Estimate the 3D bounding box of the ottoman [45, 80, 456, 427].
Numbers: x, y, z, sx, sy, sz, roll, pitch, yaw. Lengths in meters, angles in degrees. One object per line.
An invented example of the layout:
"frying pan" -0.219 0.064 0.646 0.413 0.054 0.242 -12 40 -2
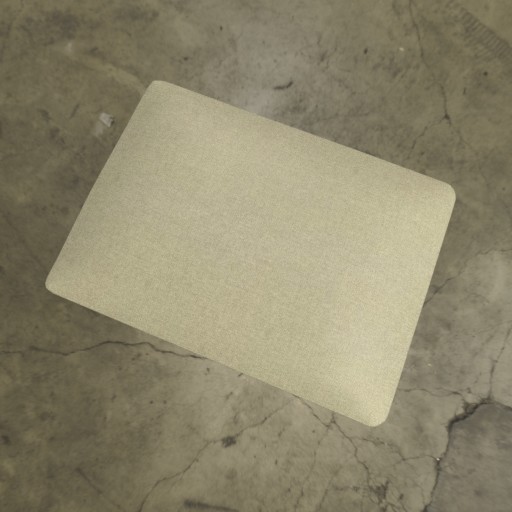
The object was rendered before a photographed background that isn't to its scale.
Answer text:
"ottoman" 0.000 0.000 1.248 0.843 0.504 0.619 21 77 5
